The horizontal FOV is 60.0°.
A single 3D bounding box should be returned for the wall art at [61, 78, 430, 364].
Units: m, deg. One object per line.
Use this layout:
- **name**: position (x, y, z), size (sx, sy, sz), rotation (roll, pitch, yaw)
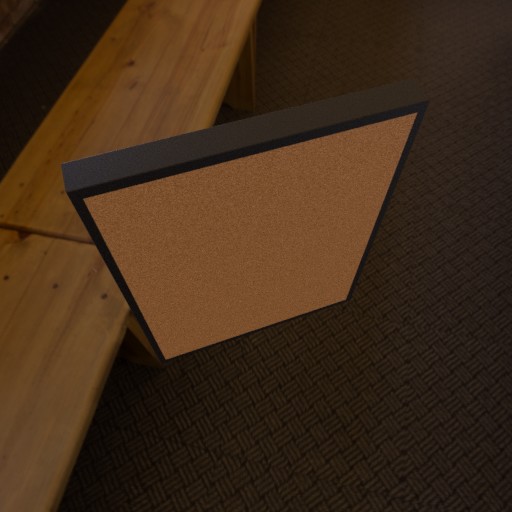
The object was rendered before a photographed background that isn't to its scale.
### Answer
- **wall art**: position (0.000, 0.000, 0.501), size (0.294, 0.369, 0.030), rotation (-17, 59, -10)
